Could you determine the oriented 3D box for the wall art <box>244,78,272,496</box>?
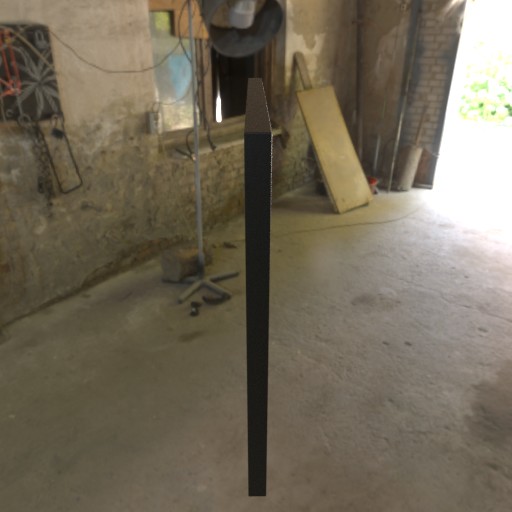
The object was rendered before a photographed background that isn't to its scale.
[{"bbox_3d":[0.000,0.000,1.114,0.038,0.765,0.765,0,27,0],"label":"wall art"}]
